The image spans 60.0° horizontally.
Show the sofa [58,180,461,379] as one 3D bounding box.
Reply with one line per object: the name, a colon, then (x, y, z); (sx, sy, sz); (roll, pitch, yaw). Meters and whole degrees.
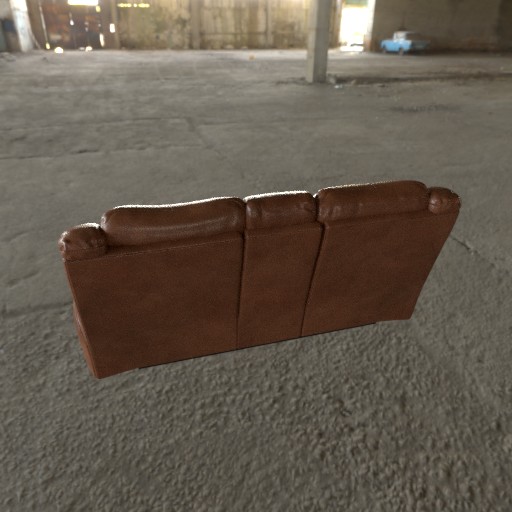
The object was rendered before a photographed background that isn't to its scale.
sofa: (0.000, 0.000, 2.620); (2.058, 1.043, 0.991); (-8, 28, -15)
